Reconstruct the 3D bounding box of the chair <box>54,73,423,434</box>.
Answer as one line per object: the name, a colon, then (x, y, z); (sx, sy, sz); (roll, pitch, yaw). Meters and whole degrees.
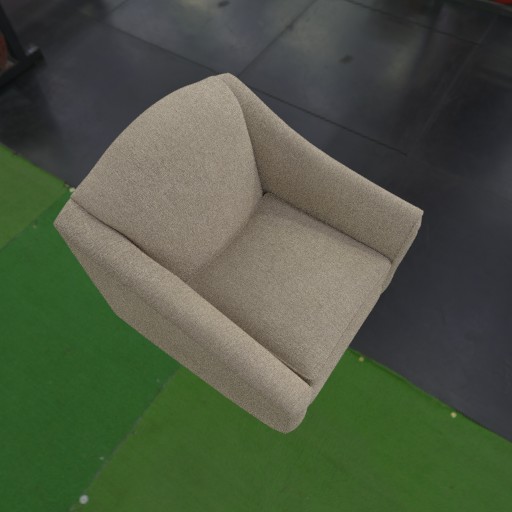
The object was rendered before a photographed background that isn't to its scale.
chair: (0.000, 0.000, 1.447); (0.787, 0.839, 0.763); (32, 64, 17)
